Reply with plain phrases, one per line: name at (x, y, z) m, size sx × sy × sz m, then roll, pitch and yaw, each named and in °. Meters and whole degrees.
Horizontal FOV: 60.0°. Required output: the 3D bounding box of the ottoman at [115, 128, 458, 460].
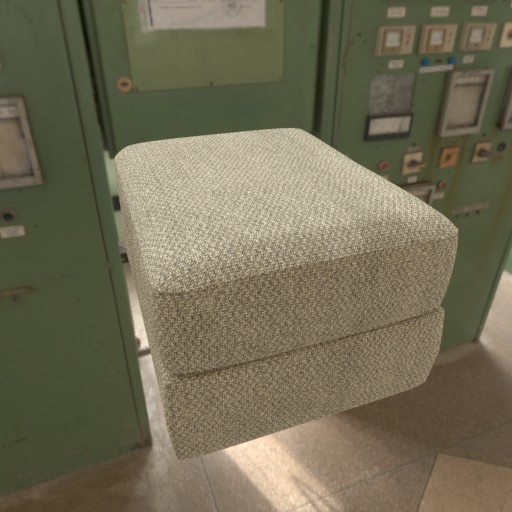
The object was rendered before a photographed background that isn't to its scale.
ottoman at (0.000, 0.000, 1.122) m, size 0.603 × 0.476 × 0.751 m, roll -11°, pitch 33°, yaw -17°
